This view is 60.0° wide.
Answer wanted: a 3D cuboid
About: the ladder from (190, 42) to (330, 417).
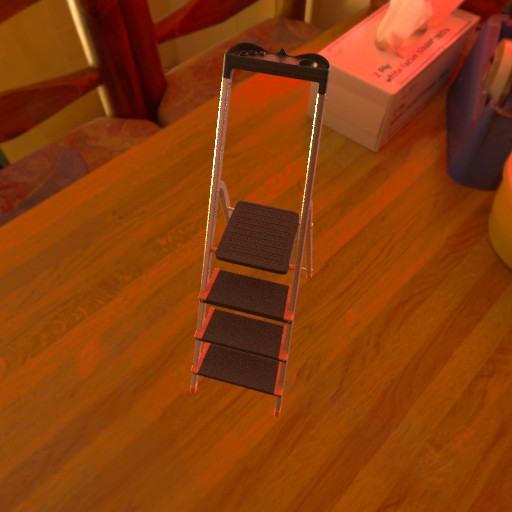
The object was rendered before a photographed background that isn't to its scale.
[{"bbox_3d":[0.000,0.000,1.775,0.452,1.429,0.834,13,58,8],"label":"ladder"}]
